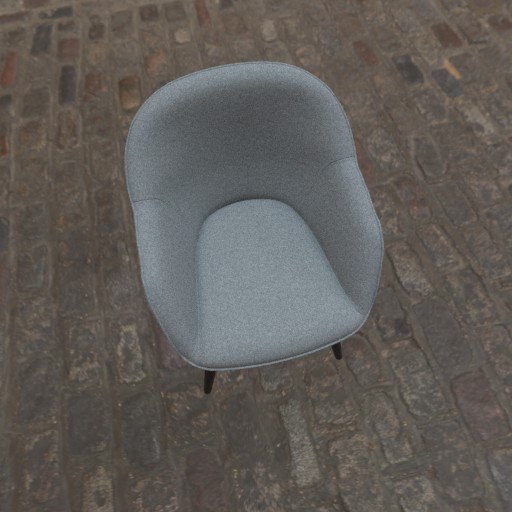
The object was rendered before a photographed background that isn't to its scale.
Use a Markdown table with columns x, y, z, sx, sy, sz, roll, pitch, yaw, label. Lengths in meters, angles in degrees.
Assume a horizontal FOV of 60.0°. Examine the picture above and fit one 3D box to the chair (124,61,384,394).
| x | y | z | sx | sy | sz | roll | pitch | yaw | label |
| --- | --- | --- | --- | --- | --- | --- | --- | --- | --- |
| 0.000 | 0.000 | 1.252 | 0.589 | 0.810 | 0.611 | -13 | 64 | -6 | chair |
